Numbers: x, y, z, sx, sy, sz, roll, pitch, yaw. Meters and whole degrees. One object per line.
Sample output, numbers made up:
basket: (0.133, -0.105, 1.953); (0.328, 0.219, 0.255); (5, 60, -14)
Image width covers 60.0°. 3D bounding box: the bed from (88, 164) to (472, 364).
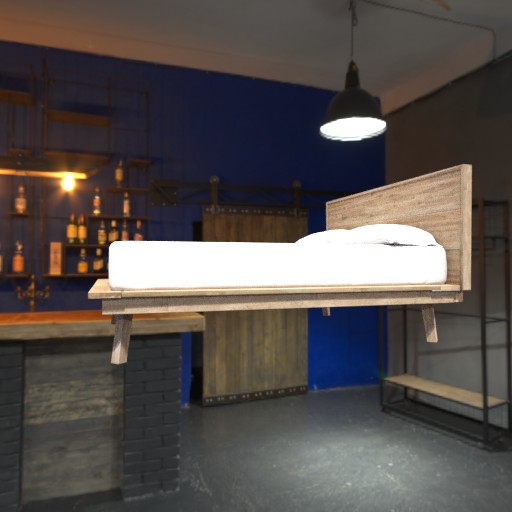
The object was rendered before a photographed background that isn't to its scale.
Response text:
bed: (0.000, 0.000, 3.136); (2.145, 1.071, 1.759); (0, -1, -18)
